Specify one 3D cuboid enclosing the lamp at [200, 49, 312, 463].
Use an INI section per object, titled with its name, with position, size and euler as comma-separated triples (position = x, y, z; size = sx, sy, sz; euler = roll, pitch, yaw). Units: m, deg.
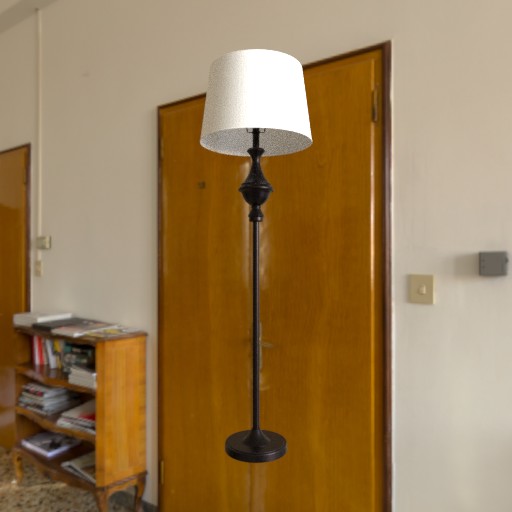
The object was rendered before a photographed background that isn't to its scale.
[lamp]
position = 0.000, 0.000, 1.709
size = 0.431, 1.484, 0.431
euler = 0, 0, 0
